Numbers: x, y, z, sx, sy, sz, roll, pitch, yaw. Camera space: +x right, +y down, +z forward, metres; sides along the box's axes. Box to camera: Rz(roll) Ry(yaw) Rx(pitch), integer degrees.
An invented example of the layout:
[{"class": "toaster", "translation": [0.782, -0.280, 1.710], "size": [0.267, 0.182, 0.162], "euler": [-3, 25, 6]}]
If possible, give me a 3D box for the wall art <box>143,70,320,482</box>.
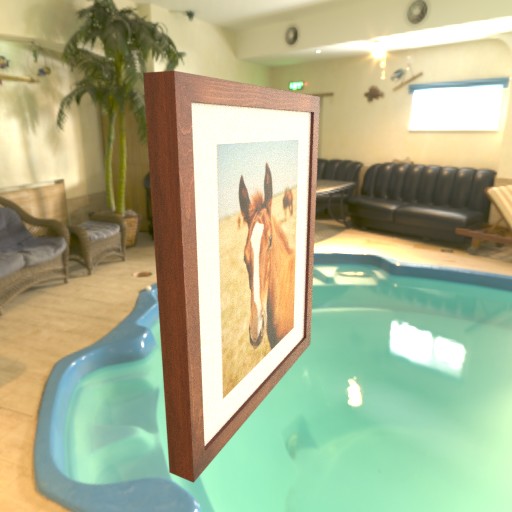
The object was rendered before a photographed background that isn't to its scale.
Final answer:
[{"class": "wall art", "translation": [0.000, 0.000, 0.536], "size": [0.030, 0.381, 0.330], "euler": [8, 18, 26]}]
